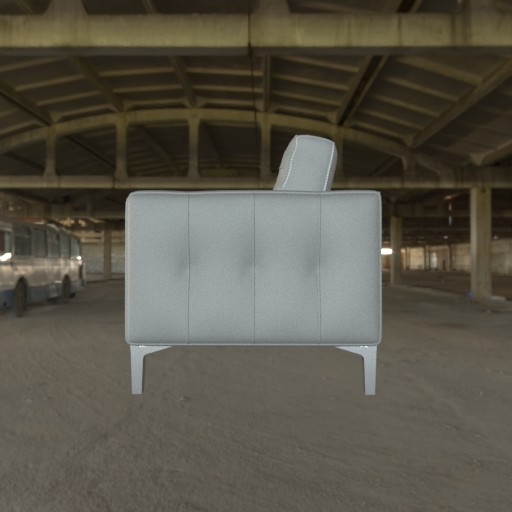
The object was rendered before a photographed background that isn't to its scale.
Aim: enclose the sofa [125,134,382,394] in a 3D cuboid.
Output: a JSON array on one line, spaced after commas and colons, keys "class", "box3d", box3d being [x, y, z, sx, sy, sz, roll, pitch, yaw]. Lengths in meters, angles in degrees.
[{"class": "sofa", "box3d": [0.000, 0.000, 2.231, 0.833, 0.893, 1.726, 0, -1, 1]}]
